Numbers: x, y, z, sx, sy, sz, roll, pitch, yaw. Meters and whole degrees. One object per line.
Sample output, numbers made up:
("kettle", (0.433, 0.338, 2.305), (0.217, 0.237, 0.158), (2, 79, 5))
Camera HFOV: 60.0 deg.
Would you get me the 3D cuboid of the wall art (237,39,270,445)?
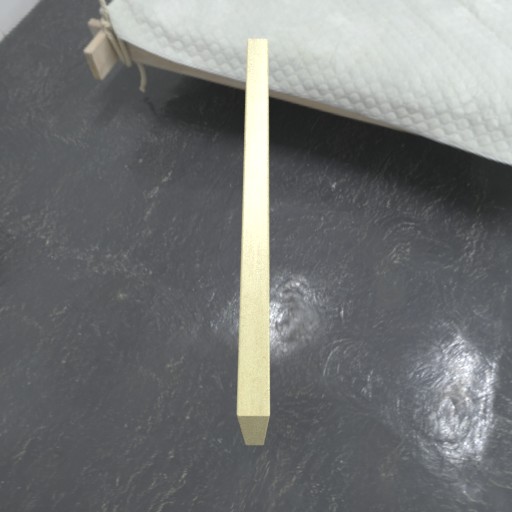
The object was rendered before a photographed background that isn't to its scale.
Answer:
("wall art", (0.000, 0.000, 0.710), (0.032, 0.381, 0.533), (0, 63, 0))
